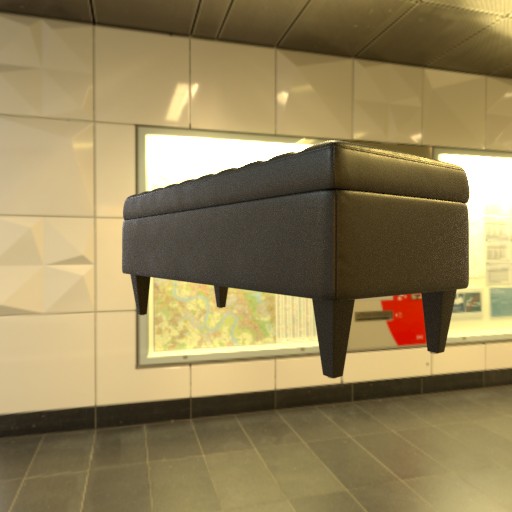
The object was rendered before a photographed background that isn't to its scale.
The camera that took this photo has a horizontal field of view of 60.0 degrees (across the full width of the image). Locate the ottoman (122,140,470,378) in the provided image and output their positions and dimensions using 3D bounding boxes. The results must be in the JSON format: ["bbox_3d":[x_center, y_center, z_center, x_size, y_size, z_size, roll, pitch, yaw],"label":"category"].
[{"bbox_3d":[0.000,0.000,1.403,0.482,0.469,1.151,-1,1,-36],"label":"ottoman"}]
